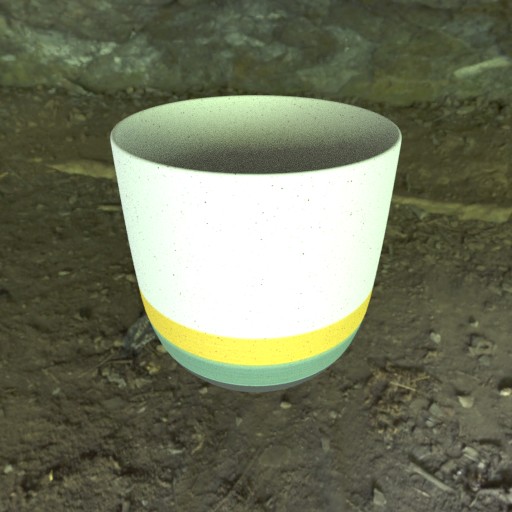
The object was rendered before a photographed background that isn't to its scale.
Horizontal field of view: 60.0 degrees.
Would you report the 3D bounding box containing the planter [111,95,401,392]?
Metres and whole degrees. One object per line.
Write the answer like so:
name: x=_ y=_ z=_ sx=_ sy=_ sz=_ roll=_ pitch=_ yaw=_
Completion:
planter: x=0.000 y=0.000 z=0.362 sx=0.195 sy=0.214 sz=0.195 roll=0 pitch=31 yaw=0
